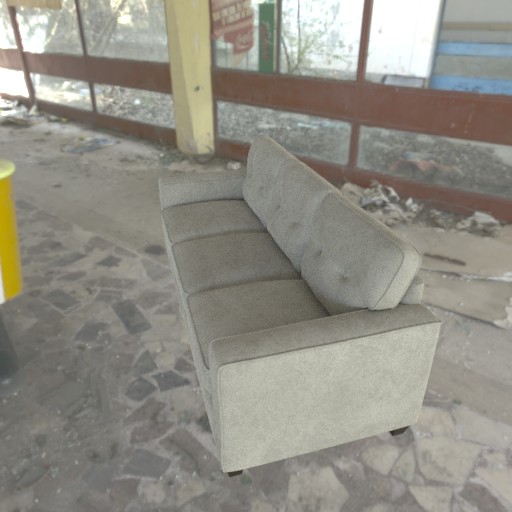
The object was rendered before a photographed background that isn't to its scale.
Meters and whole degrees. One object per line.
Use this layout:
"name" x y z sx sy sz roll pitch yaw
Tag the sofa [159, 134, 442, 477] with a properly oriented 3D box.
"sofa" 0.000 0.000 2.597 0.939 0.965 2.133 -8 30 -14
